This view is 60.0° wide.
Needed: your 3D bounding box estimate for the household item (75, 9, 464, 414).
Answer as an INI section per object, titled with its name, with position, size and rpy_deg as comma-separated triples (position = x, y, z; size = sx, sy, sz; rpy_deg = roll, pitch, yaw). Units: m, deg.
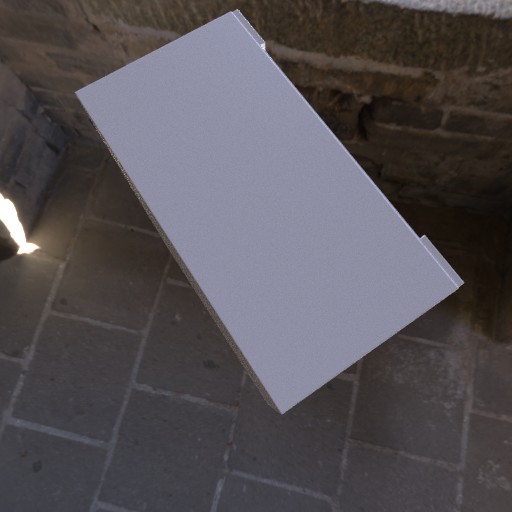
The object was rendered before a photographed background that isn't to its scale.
[household item]
position = 0.000, 0.000, 1.378
size = 0.420, 1.010, 0.790
rpy_deg = -32, 75, -10
